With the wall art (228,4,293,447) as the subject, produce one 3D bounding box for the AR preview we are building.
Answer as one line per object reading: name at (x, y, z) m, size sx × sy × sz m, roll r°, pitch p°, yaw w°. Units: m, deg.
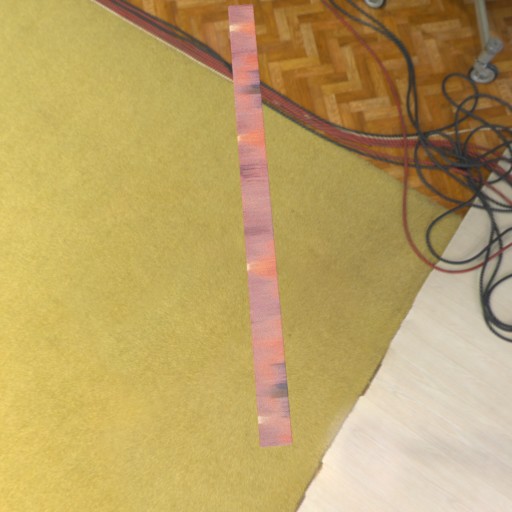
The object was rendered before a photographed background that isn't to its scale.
wall art at (0.000, 0.000, 0.866) m, size 0.037 × 0.609 × 0.603 m, roll -4°, pitch 75°, yaw -1°
